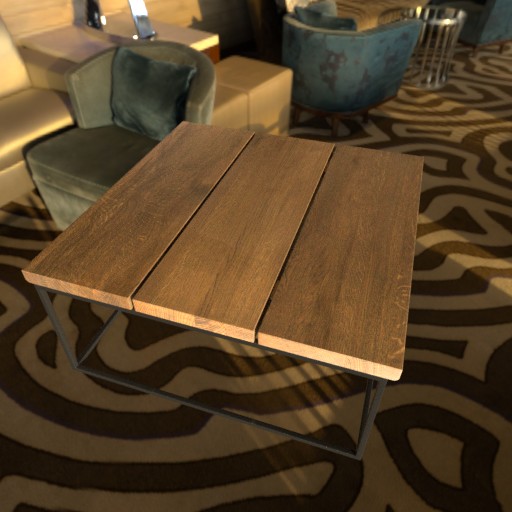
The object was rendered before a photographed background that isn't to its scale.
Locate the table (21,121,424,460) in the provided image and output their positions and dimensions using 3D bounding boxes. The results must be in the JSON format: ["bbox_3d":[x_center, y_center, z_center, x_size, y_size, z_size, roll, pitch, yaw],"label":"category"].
[{"bbox_3d":[0.000,0.000,1.420,0.900,0.400,0.900,12,42,14],"label":"table"}]
